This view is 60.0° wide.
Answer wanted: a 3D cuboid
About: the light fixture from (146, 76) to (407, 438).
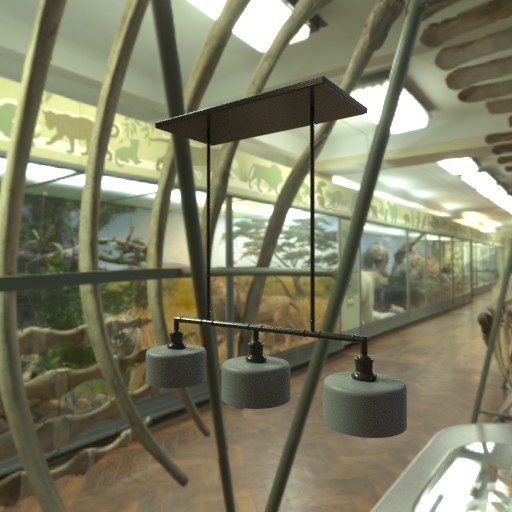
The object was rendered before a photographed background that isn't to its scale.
[{"bbox_3d":[0.000,0.000,0.875,0.582,0.557,0.177,-1,-1,36],"label":"light fixture"}]
